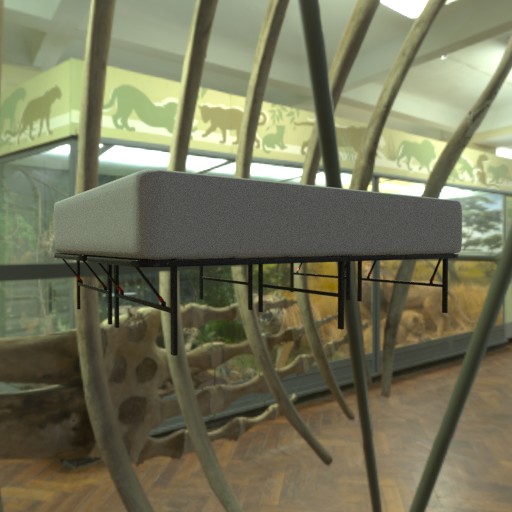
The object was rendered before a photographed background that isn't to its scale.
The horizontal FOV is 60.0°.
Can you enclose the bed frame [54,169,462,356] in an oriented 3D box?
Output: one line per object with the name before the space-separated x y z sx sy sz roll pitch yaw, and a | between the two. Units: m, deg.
bed frame | 0.000 0.000 2.721 2.037 0.677 1.528 -1 2 -35
